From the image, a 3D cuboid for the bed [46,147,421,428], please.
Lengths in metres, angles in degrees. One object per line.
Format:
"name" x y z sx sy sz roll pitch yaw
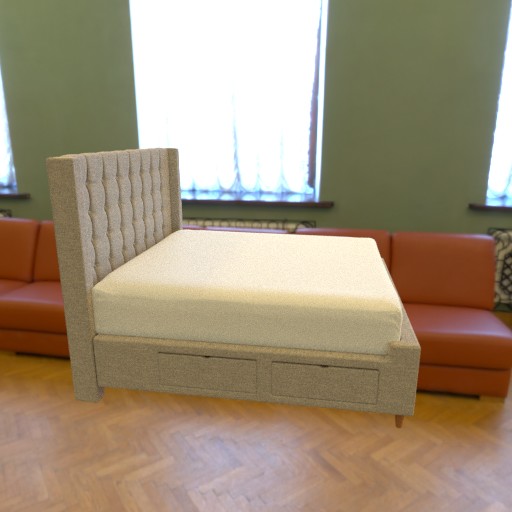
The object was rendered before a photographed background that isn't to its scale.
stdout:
"bed" 0.000 0.000 3.785 2.372 1.748 2.044 2 16 9
